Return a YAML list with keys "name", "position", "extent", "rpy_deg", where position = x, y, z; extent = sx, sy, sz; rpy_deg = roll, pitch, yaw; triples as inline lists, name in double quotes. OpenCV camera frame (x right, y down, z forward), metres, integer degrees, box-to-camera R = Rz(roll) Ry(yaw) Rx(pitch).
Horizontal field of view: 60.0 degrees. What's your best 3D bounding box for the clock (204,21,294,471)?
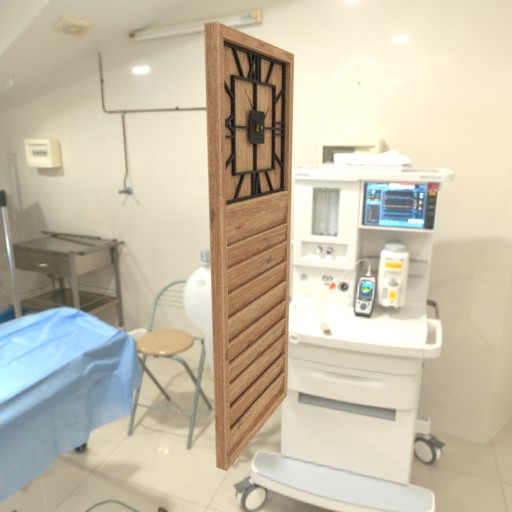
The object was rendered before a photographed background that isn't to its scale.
- name: "clock"
  position: [0.000, 0.000, 1.084]
  extent: [0.030, 0.965, 0.361]
  rpy_deg: [8, 17, 26]
